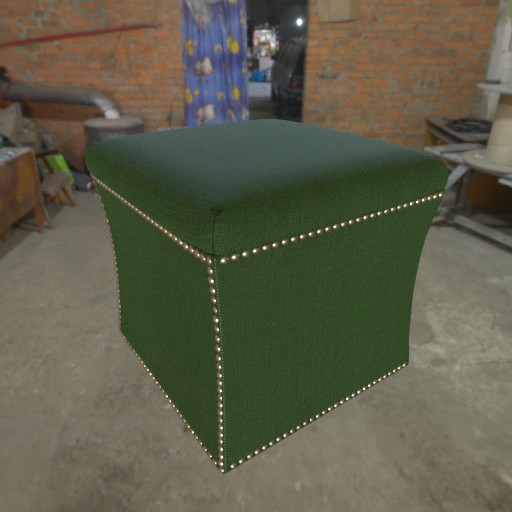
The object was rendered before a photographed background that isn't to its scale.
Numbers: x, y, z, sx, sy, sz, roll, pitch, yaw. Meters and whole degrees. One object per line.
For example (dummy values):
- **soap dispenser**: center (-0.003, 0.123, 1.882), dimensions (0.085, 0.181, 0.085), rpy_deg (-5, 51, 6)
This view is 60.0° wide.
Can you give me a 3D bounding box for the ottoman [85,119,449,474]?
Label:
- **ottoman**: center (0.000, 0.000, 0.897), dimensions (0.497, 0.475, 0.507), rpy_deg (-17, 31, -31)
